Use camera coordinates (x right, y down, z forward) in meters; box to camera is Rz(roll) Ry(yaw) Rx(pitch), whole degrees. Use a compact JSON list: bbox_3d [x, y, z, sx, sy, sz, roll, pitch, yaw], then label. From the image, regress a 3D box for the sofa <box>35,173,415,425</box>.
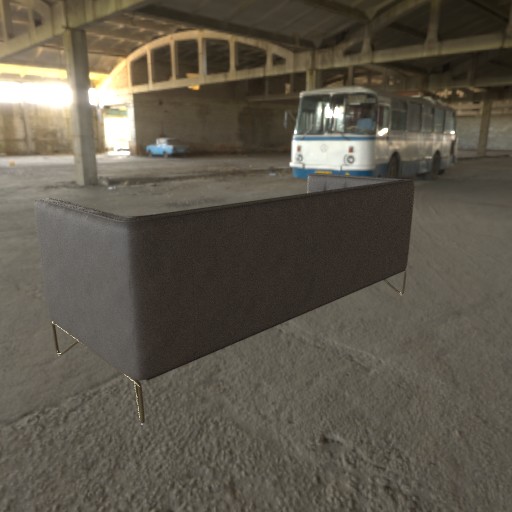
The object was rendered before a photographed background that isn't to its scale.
[{"bbox_3d":[0.000,0.000,2.541,2.087,0.789,0.867,-15,21,-43],"label":"sofa"}]
